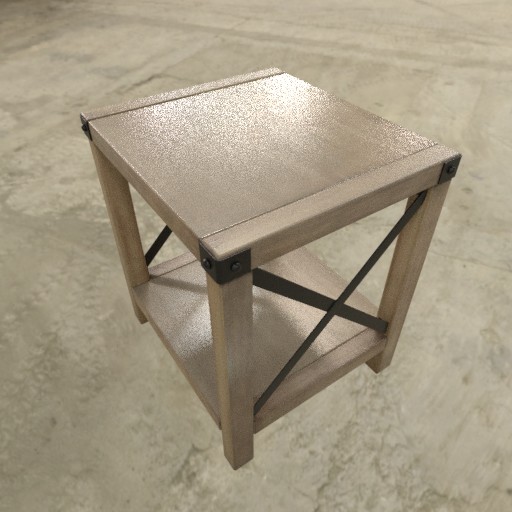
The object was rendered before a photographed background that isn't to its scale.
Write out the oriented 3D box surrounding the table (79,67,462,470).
[{"bbox_3d":[0.000,0.000,0.932,0.459,0.561,0.510,-24,46,-25],"label":"table"}]
